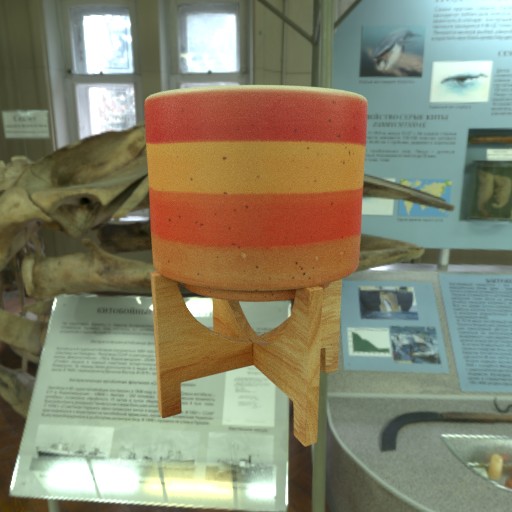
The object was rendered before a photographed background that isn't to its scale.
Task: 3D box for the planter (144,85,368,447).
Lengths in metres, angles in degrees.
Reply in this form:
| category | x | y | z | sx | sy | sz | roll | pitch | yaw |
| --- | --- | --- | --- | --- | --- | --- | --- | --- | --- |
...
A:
| category | x | y | z | sx | sy | sz | roll | pitch | yaw |
| --- | --- | --- | --- | --- | --- | --- | --- | --- | --- |
| planter | 0.000 | 0.000 | 0.568 | 0.269 | 0.379 | 0.269 | 0 | 13 | 0 |
